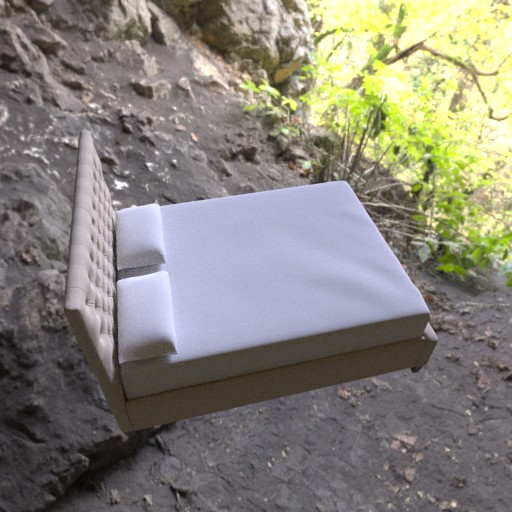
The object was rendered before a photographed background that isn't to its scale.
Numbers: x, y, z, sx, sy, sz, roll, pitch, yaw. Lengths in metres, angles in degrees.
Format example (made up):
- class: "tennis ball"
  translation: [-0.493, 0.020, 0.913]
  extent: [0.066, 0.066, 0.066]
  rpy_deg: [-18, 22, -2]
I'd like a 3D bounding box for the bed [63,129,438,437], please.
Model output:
- class: "bed"
  translation: [0.000, 0.000, 3.269]
  extent: [2.233, 1.426, 1.696]
  rpy_deg: [-9, 46, -9]
